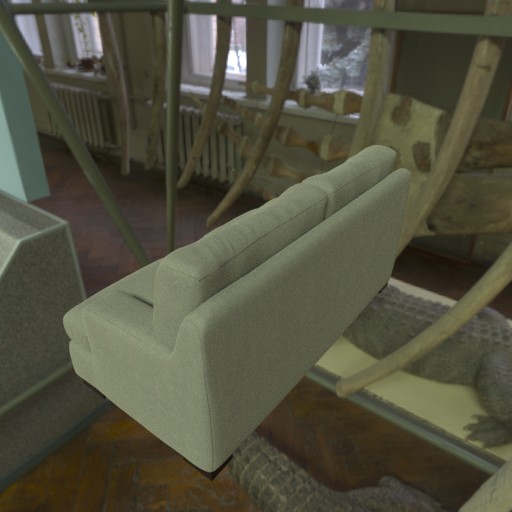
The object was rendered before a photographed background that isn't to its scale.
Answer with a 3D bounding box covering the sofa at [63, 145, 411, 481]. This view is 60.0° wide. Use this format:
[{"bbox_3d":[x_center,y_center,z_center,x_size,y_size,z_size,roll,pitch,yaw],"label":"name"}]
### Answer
[{"bbox_3d":[0.000,0.000,2.407,0.962,0.980,1.855,21,36,31],"label":"sofa"}]
